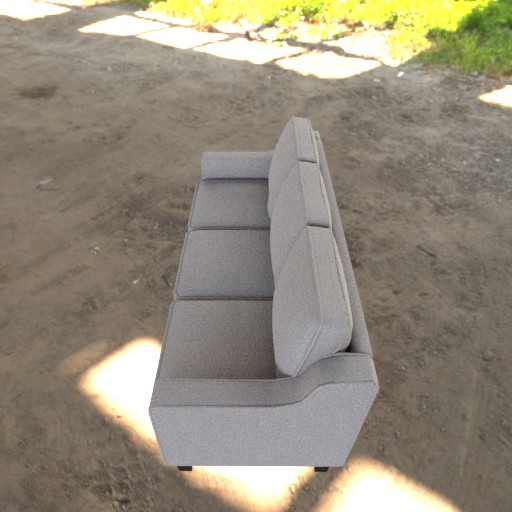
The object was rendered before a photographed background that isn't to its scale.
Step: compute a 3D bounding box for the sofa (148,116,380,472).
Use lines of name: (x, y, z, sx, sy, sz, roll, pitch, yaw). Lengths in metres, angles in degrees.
sofa: (0.000, 0.000, 2.573, 0.899, 0.950, 2.129, 0, 40, 0)
